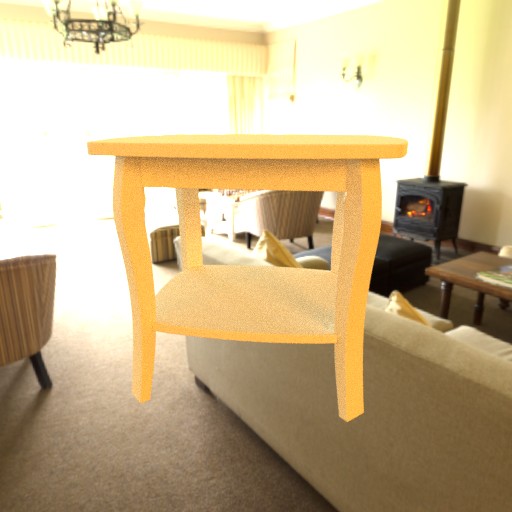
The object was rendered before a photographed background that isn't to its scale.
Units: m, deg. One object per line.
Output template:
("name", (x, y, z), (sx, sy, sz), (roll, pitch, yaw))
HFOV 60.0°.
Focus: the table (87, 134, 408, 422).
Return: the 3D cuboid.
("table", (0.000, 0.000, 0.847), (0.502, 0.438, 0.451), (2, 17, 8))
